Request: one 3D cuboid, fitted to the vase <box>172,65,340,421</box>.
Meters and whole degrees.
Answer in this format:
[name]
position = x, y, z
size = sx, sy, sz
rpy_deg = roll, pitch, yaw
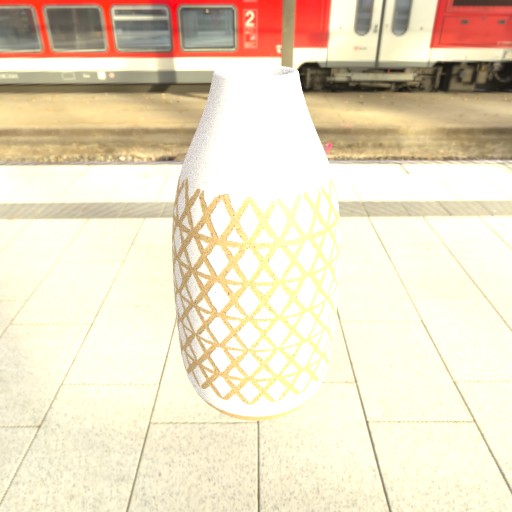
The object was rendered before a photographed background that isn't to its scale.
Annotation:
[vase]
position = 0.000, 0.000, 0.488
size = 0.186, 0.380, 0.186
rpy_deg = 0, 30, 0
